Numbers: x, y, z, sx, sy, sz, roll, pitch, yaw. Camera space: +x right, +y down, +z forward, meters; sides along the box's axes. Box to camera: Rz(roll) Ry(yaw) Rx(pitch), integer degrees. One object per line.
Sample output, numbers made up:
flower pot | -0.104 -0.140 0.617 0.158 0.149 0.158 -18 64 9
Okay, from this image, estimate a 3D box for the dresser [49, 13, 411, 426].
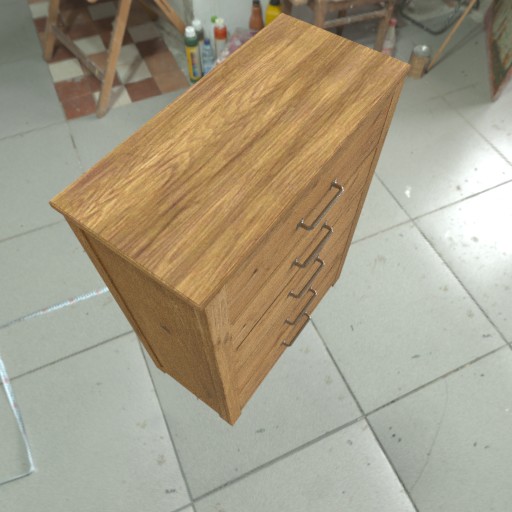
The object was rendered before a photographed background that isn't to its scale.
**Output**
dresser | 0.000 0.000 1.904 0.558 1.431 1.081 32 64 18
